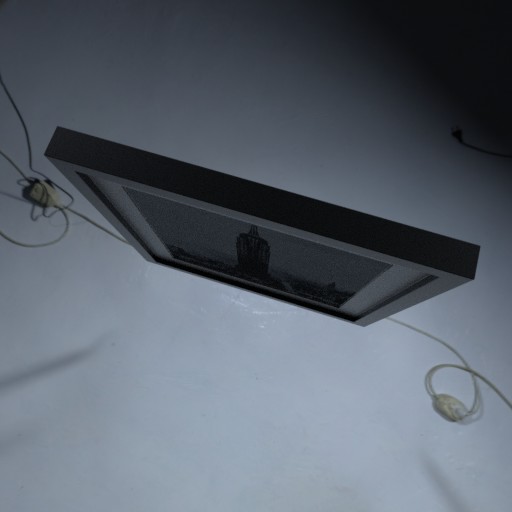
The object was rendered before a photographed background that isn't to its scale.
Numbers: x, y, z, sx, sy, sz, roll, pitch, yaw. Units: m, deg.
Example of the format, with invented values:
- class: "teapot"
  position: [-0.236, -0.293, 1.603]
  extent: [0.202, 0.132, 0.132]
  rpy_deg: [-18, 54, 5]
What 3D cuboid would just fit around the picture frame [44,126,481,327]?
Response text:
- class: "picture frame"
  position: [0.000, 0.000, 0.523]
  extent: [0.355, 0.353, 0.029]
  rpy_deg: [17, 76, 4]
